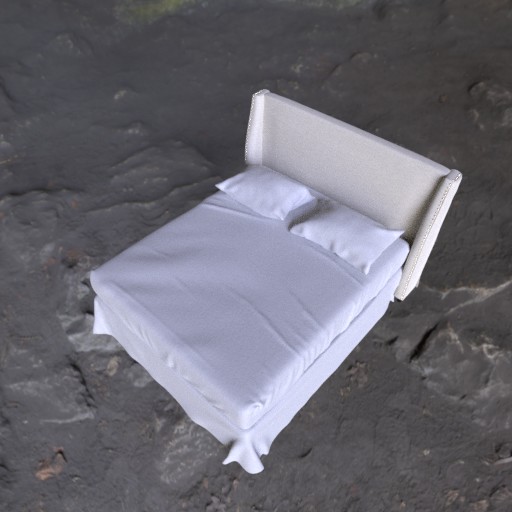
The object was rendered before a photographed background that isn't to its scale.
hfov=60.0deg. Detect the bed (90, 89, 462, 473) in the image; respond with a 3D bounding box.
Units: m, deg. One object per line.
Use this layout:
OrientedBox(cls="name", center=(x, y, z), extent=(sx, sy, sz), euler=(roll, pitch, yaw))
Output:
OrientedBox(cls="bed", center=(0.000, 0.000, 3.455), extent=(1.925, 1.332, 2.276), euler=(34, 55, 28))
